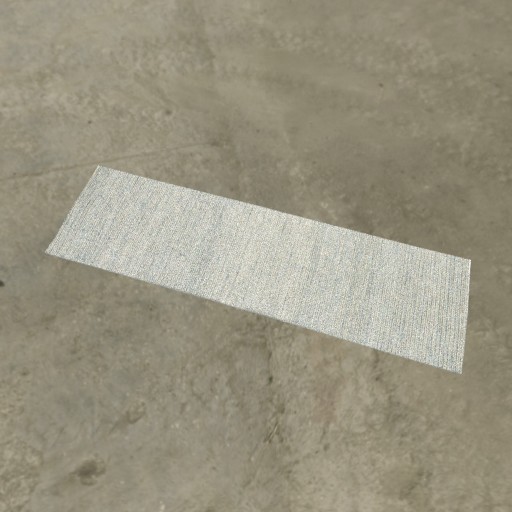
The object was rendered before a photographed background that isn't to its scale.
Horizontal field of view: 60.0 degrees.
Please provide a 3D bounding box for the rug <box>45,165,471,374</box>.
[{"bbox_3d":[0.000,0.000,2.513,2.341,0.037,0.675,15,61,9],"label":"rug"}]
